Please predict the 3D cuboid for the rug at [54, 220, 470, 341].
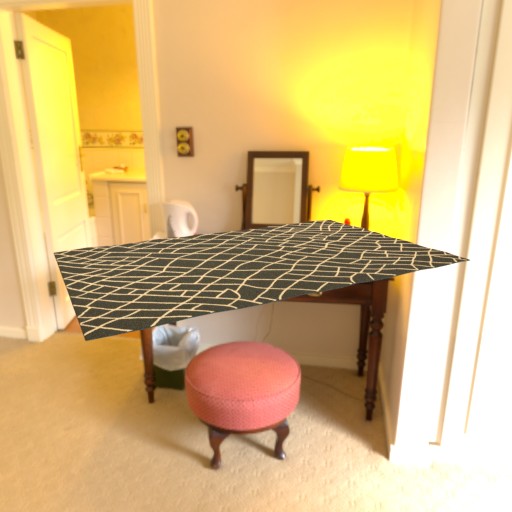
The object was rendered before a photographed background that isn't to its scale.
[{"bbox_3d":[0.000,0.000,3.057,2.448,0.017,1.529,-9,18,-27],"label":"rug"}]
